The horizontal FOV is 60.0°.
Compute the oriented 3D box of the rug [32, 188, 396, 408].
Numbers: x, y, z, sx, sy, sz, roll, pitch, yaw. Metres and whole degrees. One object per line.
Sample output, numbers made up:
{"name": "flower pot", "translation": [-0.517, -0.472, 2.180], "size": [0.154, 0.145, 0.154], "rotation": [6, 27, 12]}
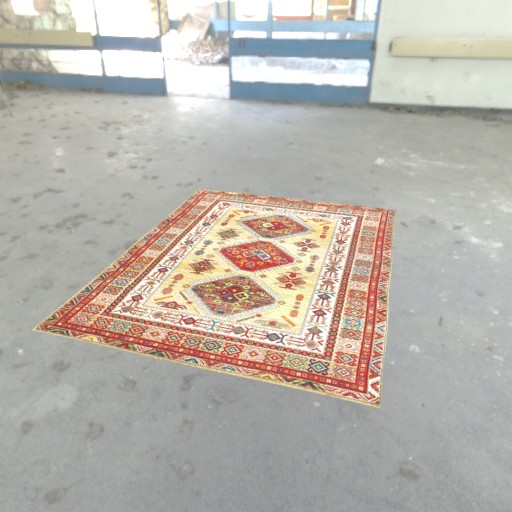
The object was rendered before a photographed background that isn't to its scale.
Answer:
{"name": "rug", "translation": [0.000, 0.000, 4.165], "size": [2.460, 0.005, 3.067], "rotation": [8, 30, 15]}
